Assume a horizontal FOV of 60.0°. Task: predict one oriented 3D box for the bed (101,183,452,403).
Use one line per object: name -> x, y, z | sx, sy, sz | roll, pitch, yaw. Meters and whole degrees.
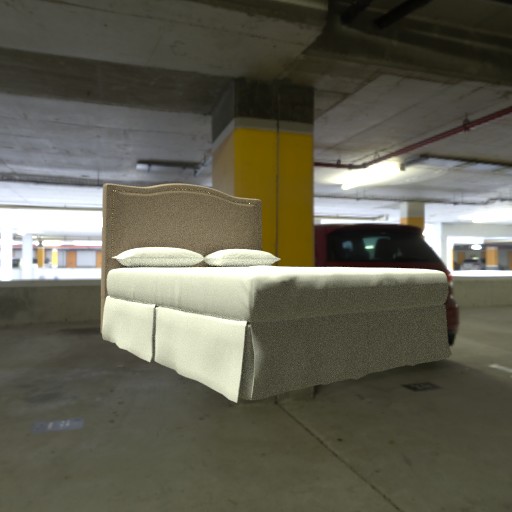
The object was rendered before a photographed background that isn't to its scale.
bed -> 0.000, 0.000, 3.479 | 1.821, 1.436, 2.282 | 1, -1, -36
